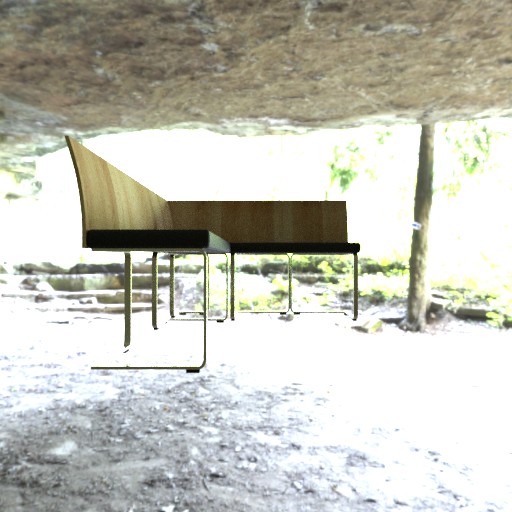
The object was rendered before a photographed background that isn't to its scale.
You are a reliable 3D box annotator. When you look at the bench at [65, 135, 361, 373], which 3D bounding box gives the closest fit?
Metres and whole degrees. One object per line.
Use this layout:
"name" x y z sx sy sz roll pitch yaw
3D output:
"bench" 0.000 0.000 2.697 1.495 0.930 1.945 0 0 0
